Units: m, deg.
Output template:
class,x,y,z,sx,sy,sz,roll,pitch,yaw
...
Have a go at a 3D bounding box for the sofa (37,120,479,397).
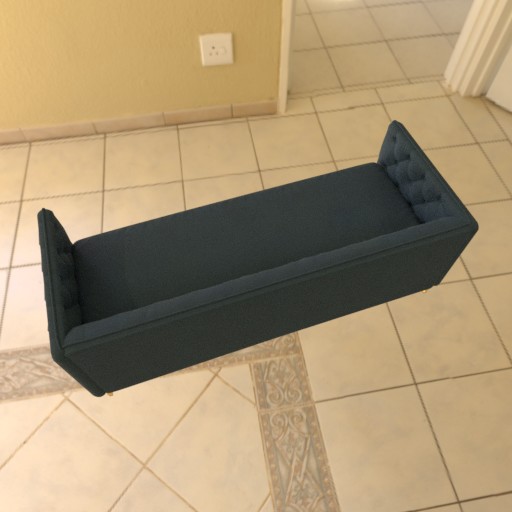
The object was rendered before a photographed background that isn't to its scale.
class,x,y,z,sx,sy,sz,roll,pitch,yaw
sofa,0.000,0.000,2.623,2.209,0.771,0.895,-16,59,-10
